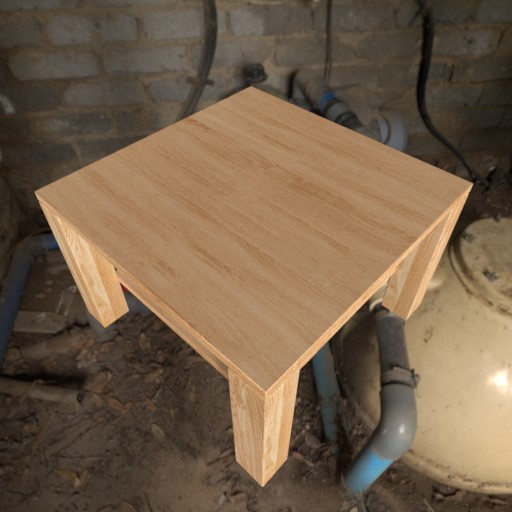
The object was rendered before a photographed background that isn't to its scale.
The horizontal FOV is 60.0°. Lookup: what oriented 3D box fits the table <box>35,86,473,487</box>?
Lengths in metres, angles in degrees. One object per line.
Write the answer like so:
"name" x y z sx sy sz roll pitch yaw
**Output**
"table" 0.000 0.000 1.160 0.700 0.450 0.700 34 55 28
